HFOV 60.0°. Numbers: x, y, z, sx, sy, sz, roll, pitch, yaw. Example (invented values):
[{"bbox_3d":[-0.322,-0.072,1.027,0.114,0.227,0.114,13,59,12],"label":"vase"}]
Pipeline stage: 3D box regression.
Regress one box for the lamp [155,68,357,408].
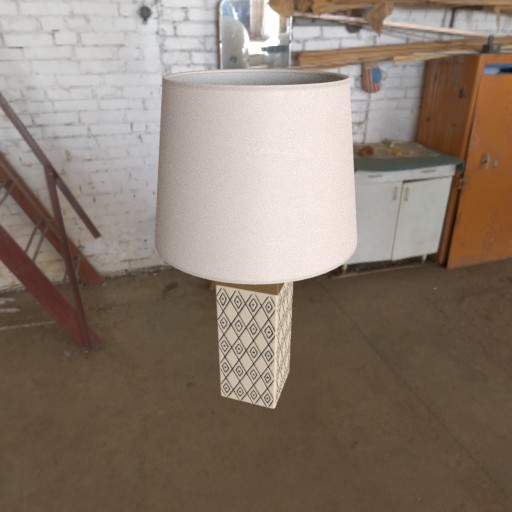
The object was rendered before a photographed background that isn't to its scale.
[{"bbox_3d":[0.000,0.000,0.575,0.251,0.435,0.251,0,27,0],"label":"lamp"}]
